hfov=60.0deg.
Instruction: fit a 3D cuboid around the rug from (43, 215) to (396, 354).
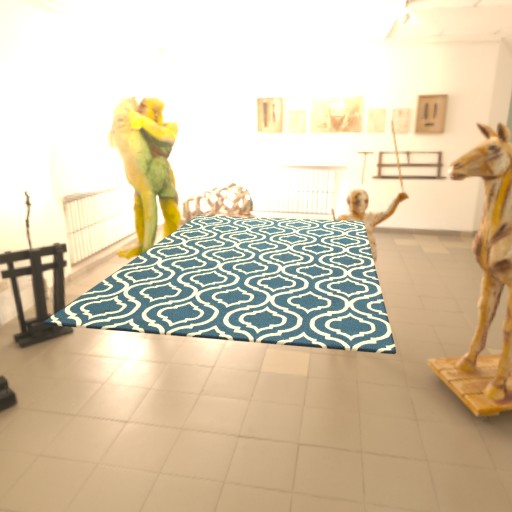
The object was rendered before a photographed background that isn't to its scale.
[{"bbox_3d":[0.000,0.000,2.212,1.143,0.010,1.753,3,17,10],"label":"rug"}]
